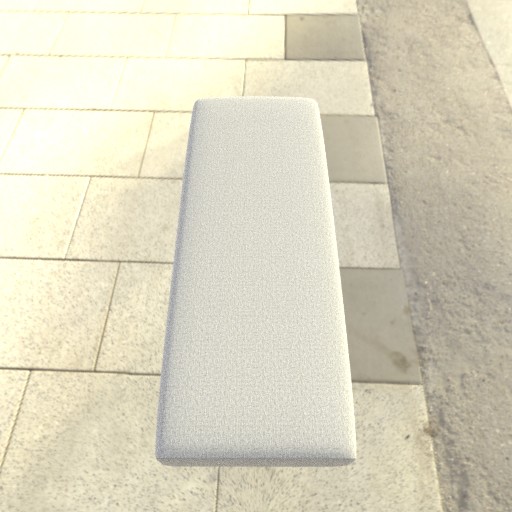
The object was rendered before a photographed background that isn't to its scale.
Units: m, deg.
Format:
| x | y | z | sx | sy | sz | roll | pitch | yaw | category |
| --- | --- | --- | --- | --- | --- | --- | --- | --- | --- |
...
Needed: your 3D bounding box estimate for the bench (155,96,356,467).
| x | y | z | sx | sy | sz | roll | pitch | yaw | category |
| --- | --- | --- | --- | --- | --- | --- | --- | --- | --- |
| 0.000 | 0.000 | 1.841 | 0.631 | 0.383 | 1.598 | 0 | 58 | 0 | bench |
